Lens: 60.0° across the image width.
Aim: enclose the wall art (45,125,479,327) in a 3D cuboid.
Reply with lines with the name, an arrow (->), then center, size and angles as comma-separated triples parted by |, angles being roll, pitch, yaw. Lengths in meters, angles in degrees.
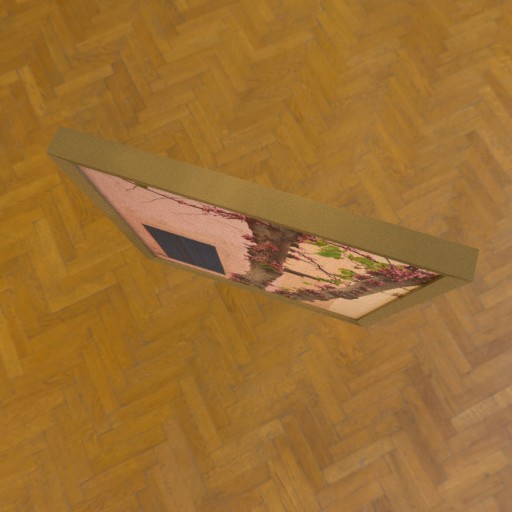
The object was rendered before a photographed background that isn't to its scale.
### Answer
wall art -> 0.000, 0.000, 0.751 | 0.507, 0.508, 0.038 | 17, 76, 4
